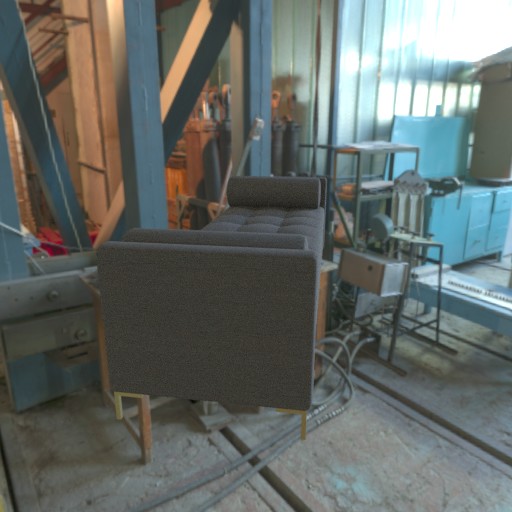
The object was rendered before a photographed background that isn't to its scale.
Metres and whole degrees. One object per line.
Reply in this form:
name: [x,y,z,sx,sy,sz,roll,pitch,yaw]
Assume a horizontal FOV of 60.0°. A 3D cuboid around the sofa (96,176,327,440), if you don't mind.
sofa: [0.000,0.000,2.323,0.686,0.635,1.981,3,17,9]
